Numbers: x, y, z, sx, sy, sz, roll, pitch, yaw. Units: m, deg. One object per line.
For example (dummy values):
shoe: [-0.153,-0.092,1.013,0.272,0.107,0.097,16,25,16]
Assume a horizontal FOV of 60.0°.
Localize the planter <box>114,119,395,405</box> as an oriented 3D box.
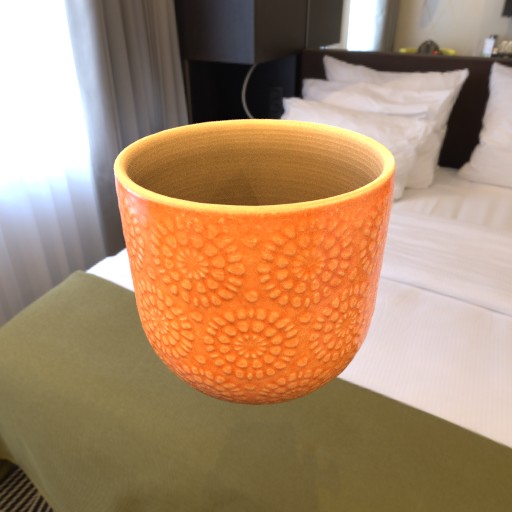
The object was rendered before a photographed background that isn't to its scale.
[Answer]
planter: [0.000,0.000,0.301,0.170,0.152,0.170,0,30,0]
